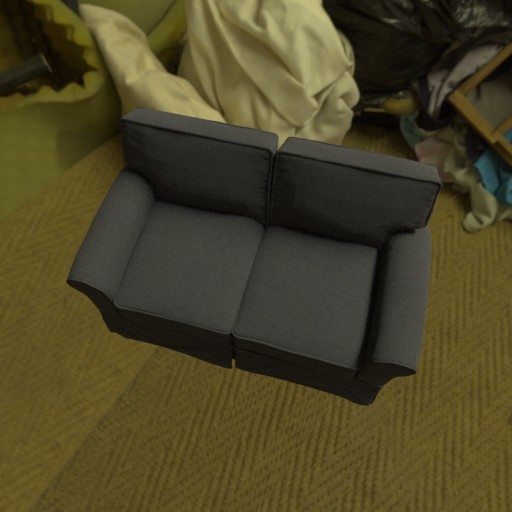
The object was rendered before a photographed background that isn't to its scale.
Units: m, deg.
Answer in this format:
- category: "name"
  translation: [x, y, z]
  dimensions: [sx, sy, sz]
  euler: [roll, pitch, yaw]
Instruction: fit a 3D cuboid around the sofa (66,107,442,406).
- category: "sofa"
  translation: [0.000, 0.000, 2.438]
  dimensions: [1.801, 1.059, 0.997]
  euler: [13, 60, 8]
